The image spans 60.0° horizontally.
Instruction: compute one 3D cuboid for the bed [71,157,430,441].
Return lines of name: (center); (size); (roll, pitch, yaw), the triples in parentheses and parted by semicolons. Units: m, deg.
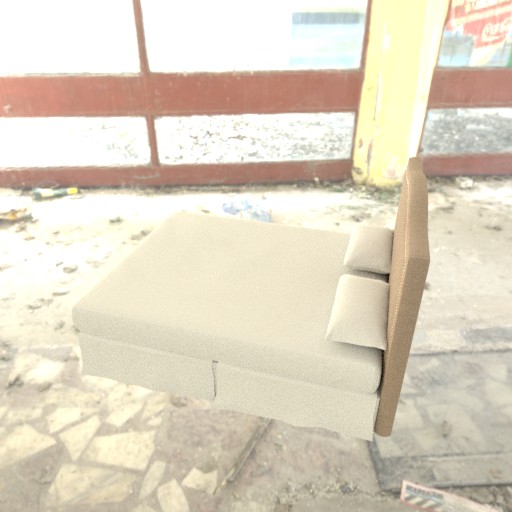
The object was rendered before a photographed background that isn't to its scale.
bed: (0.000, 0.000, 3.457); (2.282, 1.436, 1.821); (9, 31, 14)
